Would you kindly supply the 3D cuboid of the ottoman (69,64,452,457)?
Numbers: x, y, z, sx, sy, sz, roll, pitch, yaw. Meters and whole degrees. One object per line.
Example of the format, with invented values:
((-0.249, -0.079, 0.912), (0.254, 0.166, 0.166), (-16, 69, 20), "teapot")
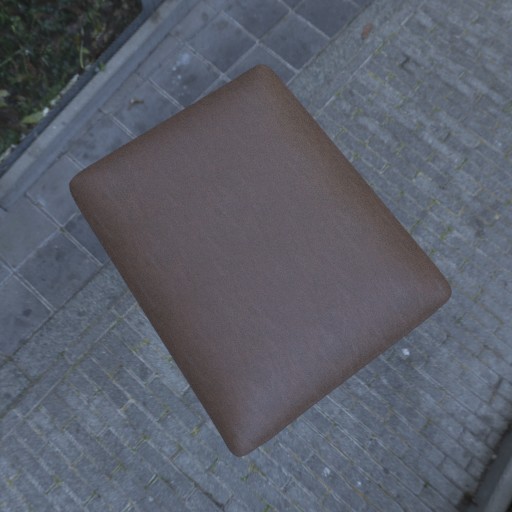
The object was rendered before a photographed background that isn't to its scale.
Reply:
((0.000, 0.000, 1.211), (0.635, 0.508, 0.787), (-34, 78, -9), "ottoman")
